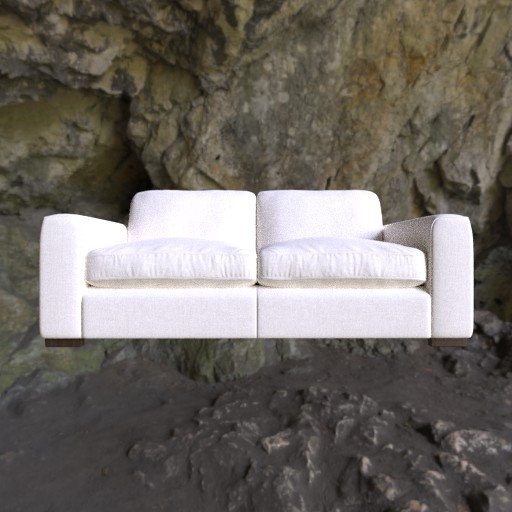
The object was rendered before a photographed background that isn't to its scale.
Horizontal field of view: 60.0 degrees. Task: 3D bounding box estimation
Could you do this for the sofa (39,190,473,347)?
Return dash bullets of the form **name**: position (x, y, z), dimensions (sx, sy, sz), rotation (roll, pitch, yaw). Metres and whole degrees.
- **sofa**: position (0.000, 0.000, 2.444), dimensions (1.920, 0.801, 1.069), rotation (0, 0, 0)
